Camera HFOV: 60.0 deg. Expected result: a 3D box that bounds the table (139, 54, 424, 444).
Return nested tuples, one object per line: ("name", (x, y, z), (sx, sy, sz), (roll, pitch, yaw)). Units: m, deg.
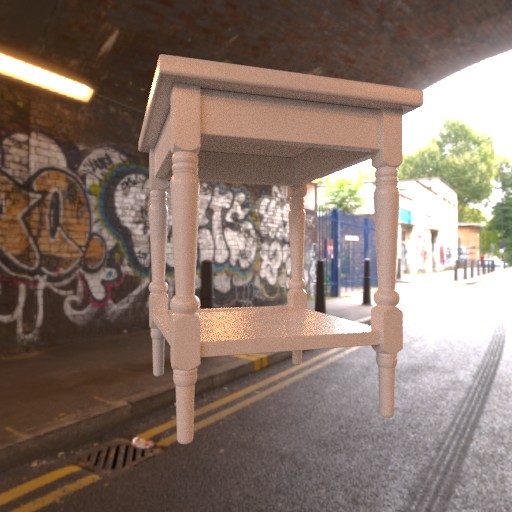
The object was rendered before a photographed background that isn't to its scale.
("table", (0.000, 0.000, 0.915), (0.442, 0.565, 0.488), (0, 0, -18))
